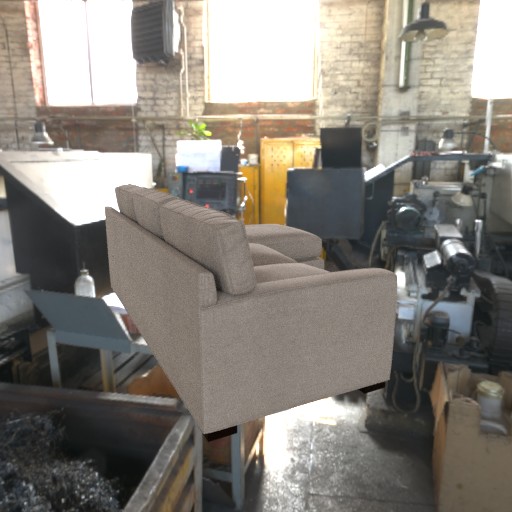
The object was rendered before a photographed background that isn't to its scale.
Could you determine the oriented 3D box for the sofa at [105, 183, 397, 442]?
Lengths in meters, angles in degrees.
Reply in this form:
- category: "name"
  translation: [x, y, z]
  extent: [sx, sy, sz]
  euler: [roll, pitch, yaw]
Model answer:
- category: "sofa"
  translation: [0.000, 0.000, 2.798]
  extent: [1.496, 0.861, 2.087]
  euler: [-7, 15, -26]
